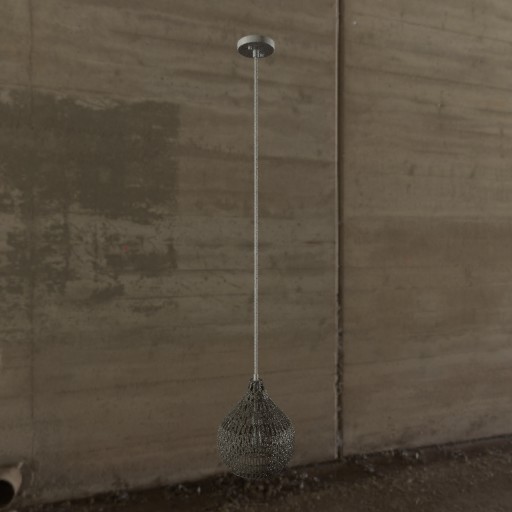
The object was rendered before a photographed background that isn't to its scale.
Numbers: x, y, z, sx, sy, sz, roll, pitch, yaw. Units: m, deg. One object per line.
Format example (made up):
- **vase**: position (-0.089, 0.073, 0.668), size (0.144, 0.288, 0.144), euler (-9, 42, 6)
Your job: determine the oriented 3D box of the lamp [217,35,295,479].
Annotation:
- **lamp**: position (0.000, 0.000, 2.017), size (0.355, 1.919, 0.355), euler (1, 1, 35)
